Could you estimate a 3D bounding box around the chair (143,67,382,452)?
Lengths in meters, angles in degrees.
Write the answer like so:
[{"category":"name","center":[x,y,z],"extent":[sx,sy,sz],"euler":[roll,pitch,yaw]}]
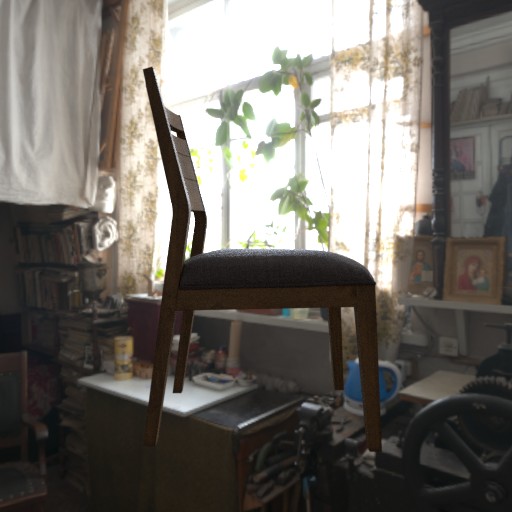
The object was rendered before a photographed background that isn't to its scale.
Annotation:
[{"category":"chair","center":[0.000,0.000,1.309],"extent":[0.610,0.939,0.501],"euler":[0,1,0]}]
